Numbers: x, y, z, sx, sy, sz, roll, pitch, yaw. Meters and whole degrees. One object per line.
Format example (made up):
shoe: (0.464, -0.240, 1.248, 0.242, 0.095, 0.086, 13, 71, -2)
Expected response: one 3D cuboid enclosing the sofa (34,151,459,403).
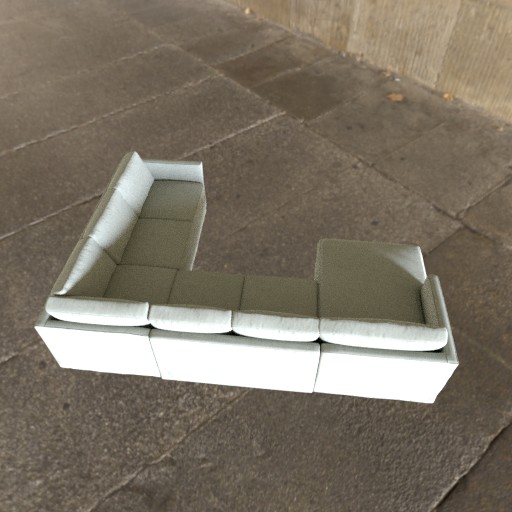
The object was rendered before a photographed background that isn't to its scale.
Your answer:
sofa: (0.000, 0.000, 4.514, 3.434, 0.869, 2.440, 4, 47, 4)
